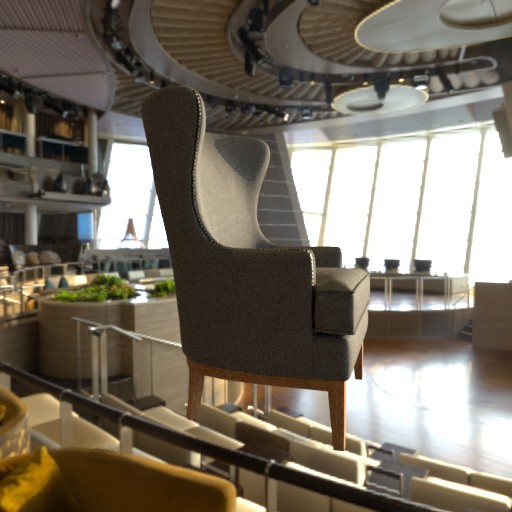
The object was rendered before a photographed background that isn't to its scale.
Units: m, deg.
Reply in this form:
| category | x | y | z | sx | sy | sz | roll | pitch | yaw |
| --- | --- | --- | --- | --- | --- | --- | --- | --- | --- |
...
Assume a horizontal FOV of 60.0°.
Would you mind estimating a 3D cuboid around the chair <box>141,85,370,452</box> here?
| category | x | y | z | sx | sy | sz | roll | pitch | yaw |
| --- | --- | --- | --- | --- | --- | --- | --- | --- | --- |
| chair | 0.000 | 0.000 | 1.840 | 0.883 | 1.176 | 0.864 | 1 | 2 | 18 |
